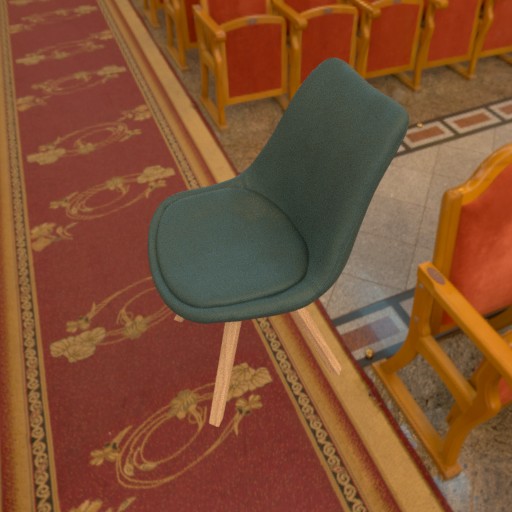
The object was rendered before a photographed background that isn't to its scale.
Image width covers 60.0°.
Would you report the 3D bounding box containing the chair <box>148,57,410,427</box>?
[{"bbox_3d":[0.000,0.000,1.177,0.547,0.865,0.483,-16,49,-15],"label":"chair"}]
